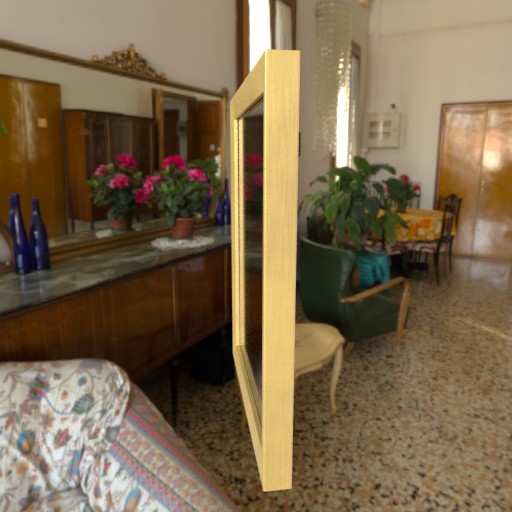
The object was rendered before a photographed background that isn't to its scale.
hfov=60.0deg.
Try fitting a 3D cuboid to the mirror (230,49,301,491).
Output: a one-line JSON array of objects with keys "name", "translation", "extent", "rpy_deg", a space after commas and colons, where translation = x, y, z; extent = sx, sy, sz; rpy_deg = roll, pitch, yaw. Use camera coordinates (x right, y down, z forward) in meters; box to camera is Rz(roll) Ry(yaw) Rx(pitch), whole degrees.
[{"name": "mirror", "translation": [0.000, 0.000, 0.692], "extent": [0.041, 0.508, 0.405], "rpy_deg": [-2, 12, -8]}]
